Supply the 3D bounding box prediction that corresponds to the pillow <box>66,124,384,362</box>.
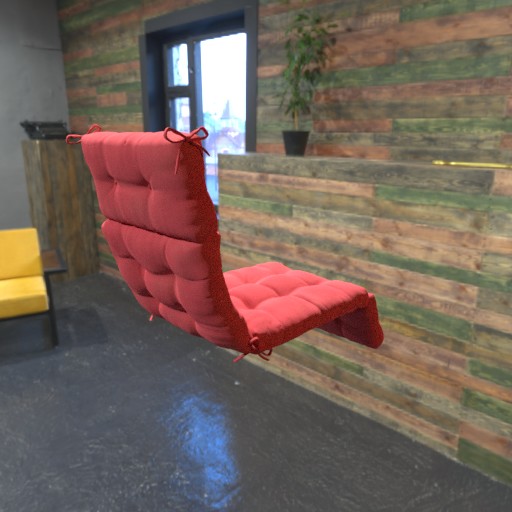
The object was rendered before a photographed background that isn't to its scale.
[{"bbox_3d":[0.000,0.000,1.520,1.016,0.863,0.526,-15,21,-43],"label":"pillow"}]
